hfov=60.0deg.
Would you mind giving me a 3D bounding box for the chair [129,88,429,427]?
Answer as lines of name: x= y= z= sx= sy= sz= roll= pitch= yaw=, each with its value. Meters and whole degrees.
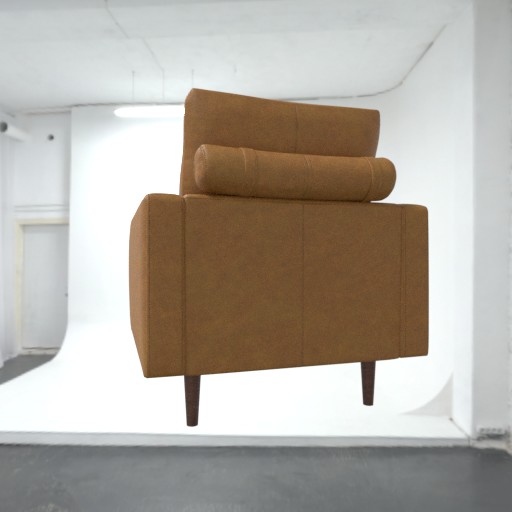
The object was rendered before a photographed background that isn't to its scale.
chair: x=0.000 y=0.000 z=1.527 sx=0.831 sy=0.896 sz=0.868 roll=0 pitch=0 yaw=-18
